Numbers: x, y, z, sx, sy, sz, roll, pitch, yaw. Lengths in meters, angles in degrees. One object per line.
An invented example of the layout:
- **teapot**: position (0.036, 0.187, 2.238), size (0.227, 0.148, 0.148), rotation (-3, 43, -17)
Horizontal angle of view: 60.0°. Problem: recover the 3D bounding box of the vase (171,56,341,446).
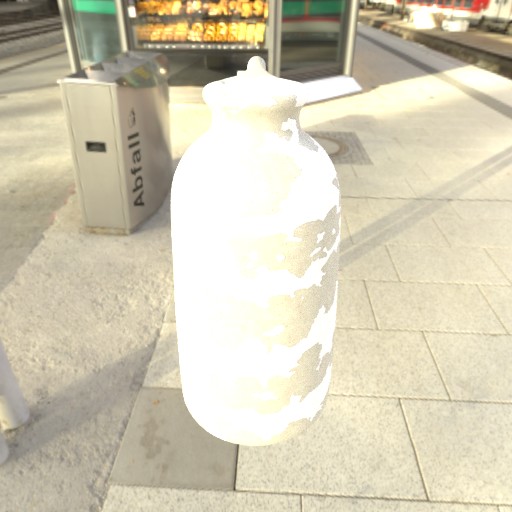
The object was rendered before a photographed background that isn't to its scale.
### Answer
- **vase**: position (0.000, 0.000, 0.481), size (0.186, 0.382, 0.203), rotation (0, 31, 1)
